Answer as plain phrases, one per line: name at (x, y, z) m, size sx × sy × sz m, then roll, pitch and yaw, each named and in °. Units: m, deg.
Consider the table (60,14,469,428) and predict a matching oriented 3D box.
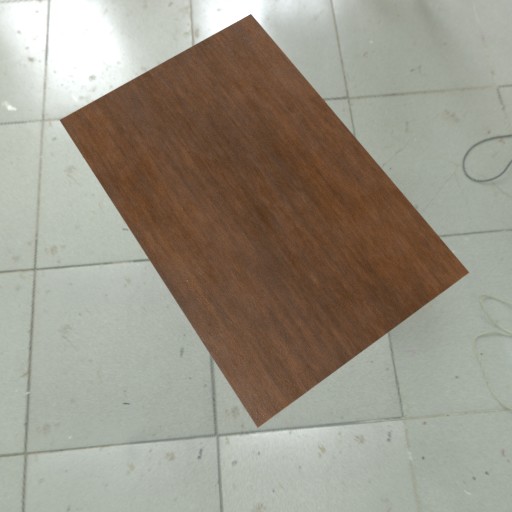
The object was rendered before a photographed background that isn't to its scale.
table at (0.000, 0.000, 0.826) m, size 0.307 × 0.580 × 0.454 m, roll -33°, pitch 77°, yaw -9°
